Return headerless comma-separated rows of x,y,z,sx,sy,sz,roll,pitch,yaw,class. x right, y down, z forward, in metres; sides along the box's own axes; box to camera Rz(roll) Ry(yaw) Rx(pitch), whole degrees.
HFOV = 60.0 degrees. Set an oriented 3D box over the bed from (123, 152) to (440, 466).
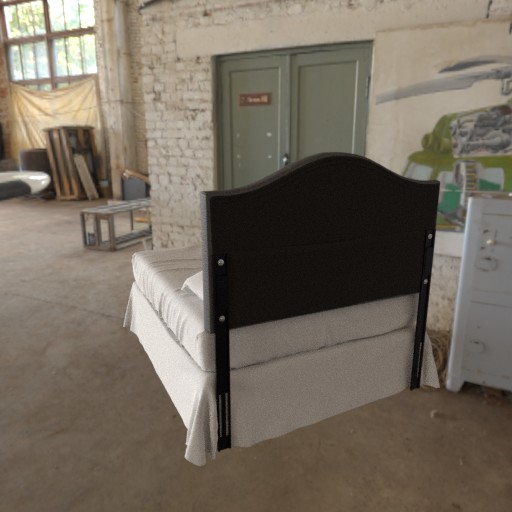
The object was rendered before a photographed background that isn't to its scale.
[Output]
0.000,0.000,3.514,1.876,1.645,2.221,-7,16,-25,bed
